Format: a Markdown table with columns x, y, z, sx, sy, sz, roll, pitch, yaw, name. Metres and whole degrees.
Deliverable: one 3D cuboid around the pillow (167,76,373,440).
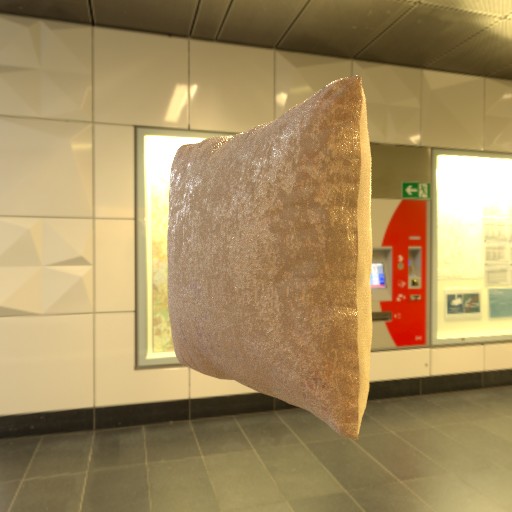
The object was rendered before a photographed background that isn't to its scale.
| x | y | z | sx | sy | sz | roll | pitch | yaw | name |
| --- | --- | --- | --- | --- | --- | --- | --- | --- | --- |
| 0.000 | 0.000 | 0.721 | 0.245 | 0.448 | 0.450 | -1 | 1 | -36 | pillow |
